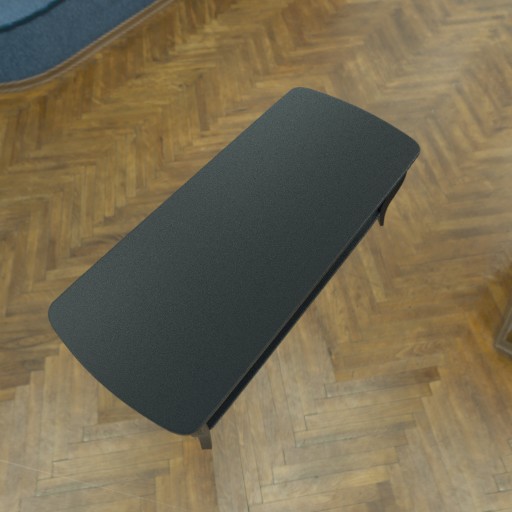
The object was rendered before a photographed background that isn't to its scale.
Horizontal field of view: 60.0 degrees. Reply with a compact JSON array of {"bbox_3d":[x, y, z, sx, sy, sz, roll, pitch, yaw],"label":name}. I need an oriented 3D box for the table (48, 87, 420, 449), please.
[{"bbox_3d":[0.000,0.000,1.626,0.571,0.457,1.333,34,64,19],"label":"table"}]
